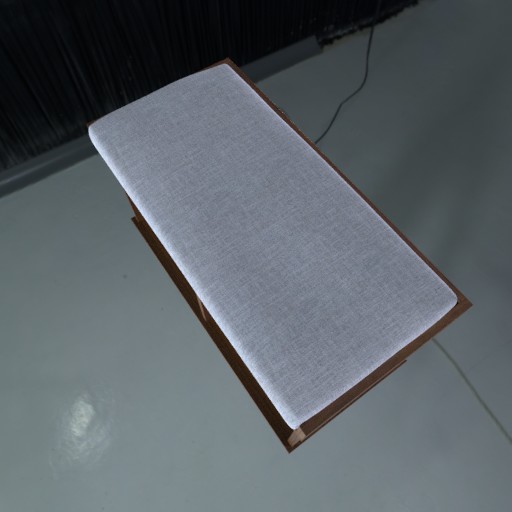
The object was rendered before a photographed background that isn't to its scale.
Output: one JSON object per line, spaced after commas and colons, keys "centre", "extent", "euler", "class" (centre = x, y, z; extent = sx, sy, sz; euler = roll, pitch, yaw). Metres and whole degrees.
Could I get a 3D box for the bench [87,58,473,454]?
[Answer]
{"centre": [0.000, 0.000, 1.000], "extent": [0.362, 0.461, 0.734], "euler": [-32, 67, -15], "class": "bench"}
